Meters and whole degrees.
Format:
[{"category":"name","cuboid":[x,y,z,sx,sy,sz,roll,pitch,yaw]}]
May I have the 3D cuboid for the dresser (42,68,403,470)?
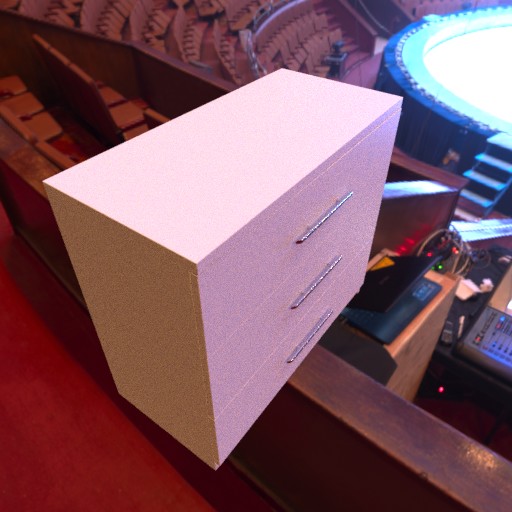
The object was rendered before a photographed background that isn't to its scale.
[{"category":"dresser","cuboid":[0.000,0.000,1.260,0.420,0.740,0.830,26,47,27]}]
